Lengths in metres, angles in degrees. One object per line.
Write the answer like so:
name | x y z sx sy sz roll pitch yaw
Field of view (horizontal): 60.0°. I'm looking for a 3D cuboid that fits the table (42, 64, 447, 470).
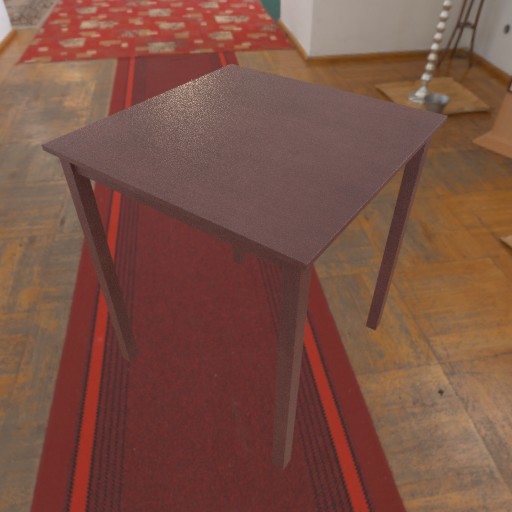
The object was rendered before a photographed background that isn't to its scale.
table | 0.000 0.000 1.638 0.861 0.991 0.861 25 47 26
